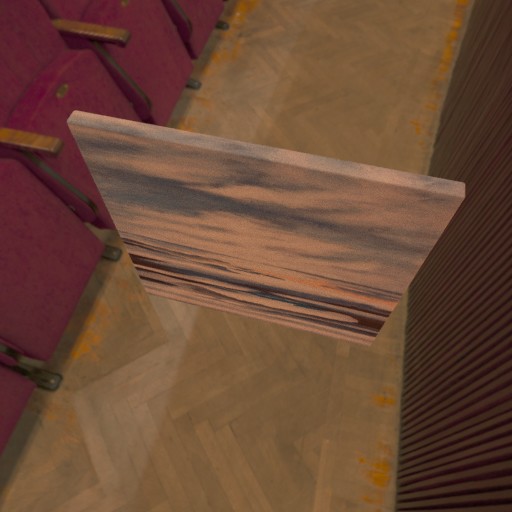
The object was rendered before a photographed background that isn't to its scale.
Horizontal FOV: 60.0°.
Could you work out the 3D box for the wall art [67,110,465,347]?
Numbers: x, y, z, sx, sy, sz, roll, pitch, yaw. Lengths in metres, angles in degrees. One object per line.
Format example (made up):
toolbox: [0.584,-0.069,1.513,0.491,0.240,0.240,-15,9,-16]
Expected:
wall art: [0.000,0.000,1.131,0.747,0.747,0.035,12,60,7]
